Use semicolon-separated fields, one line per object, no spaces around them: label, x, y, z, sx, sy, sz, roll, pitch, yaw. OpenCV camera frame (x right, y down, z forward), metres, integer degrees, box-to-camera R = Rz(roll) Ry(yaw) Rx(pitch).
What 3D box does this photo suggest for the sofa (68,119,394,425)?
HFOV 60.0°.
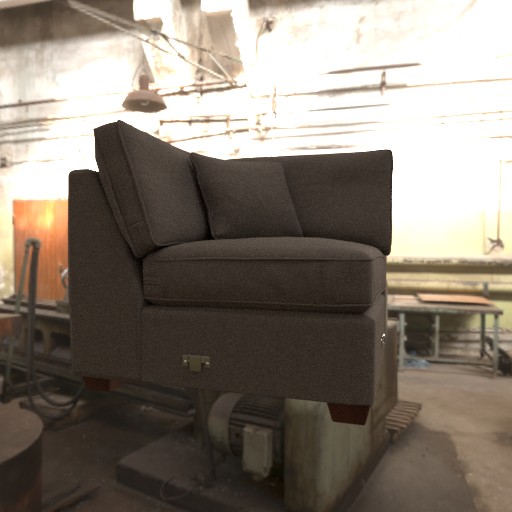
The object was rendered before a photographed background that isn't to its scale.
sofa;0.000;0.000;1.948;1.146;1.002;1.084;0;1;18
